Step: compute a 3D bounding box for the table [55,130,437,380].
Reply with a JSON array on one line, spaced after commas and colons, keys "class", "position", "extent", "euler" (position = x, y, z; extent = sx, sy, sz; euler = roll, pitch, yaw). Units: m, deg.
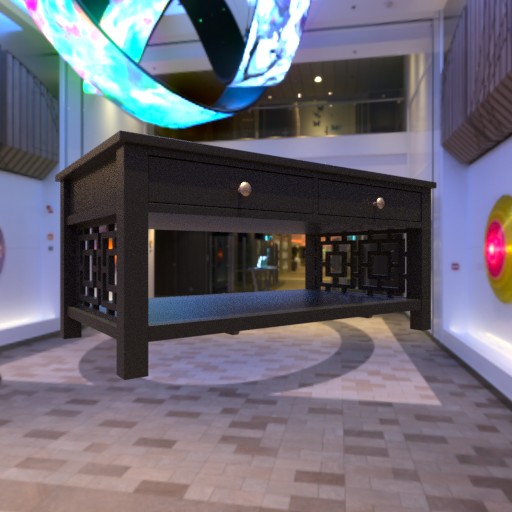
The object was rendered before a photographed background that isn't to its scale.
[{"class": "table", "position": [0.000, 0.000, 1.413], "extent": [1.068, 0.493, 0.612], "euler": [0, 0, -35]}]
